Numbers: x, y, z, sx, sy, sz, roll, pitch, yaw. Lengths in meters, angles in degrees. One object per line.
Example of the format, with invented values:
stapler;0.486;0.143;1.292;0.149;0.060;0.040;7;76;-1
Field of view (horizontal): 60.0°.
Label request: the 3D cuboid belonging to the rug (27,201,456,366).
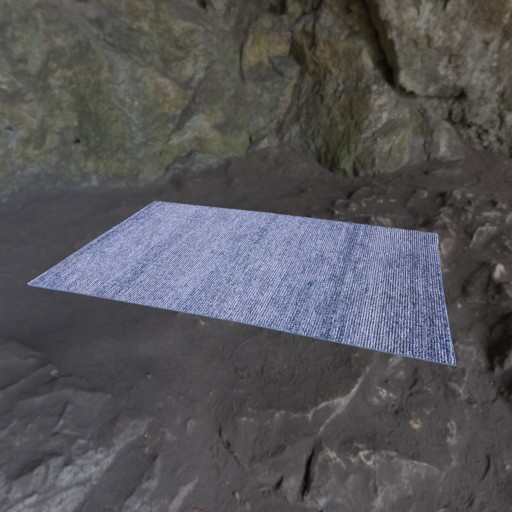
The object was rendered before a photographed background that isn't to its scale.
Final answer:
rug;0.000;0.000;2.214;1.777;0.021;1.145;8;28;16
